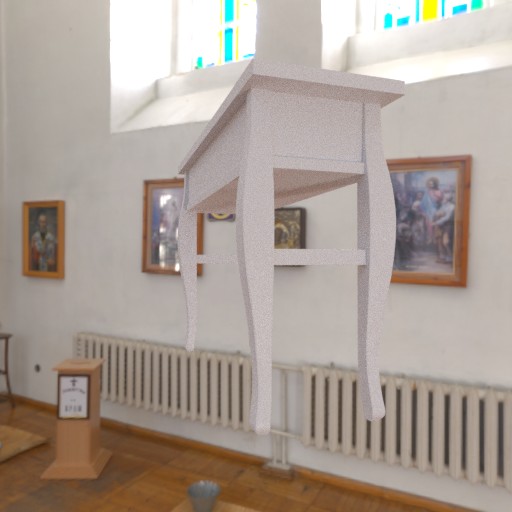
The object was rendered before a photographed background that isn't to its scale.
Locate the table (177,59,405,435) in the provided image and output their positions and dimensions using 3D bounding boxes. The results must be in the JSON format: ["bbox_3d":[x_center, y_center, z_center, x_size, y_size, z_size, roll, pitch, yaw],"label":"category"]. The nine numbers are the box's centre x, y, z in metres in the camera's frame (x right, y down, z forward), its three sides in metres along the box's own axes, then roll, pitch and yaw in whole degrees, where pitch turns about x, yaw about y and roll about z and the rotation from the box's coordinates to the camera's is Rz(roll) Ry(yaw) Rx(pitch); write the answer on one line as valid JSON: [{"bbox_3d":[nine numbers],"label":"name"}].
[{"bbox_3d":[0.000,0.000,1.433,0.373,0.768,1.062,0,-1,-18],"label":"table"}]
